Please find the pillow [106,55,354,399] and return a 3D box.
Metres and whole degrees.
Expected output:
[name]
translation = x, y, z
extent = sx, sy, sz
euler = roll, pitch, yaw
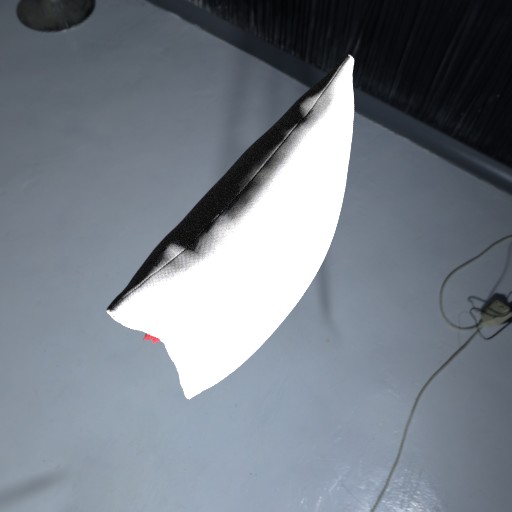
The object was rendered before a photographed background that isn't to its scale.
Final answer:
[pillow]
translation = 0.000, 0.000, 0.681
extent = 0.173, 0.436, 0.433
euler = 34, 68, 15
